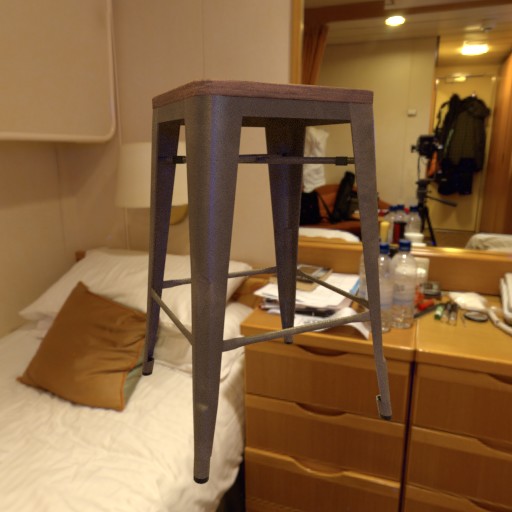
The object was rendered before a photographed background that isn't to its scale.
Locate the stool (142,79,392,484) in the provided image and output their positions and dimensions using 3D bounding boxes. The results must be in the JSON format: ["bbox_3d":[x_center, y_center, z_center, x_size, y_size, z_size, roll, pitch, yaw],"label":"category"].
[{"bbox_3d":[0.000,0.000,0.885,0.407,0.607,0.407,-7,15,-25],"label":"stool"}]
